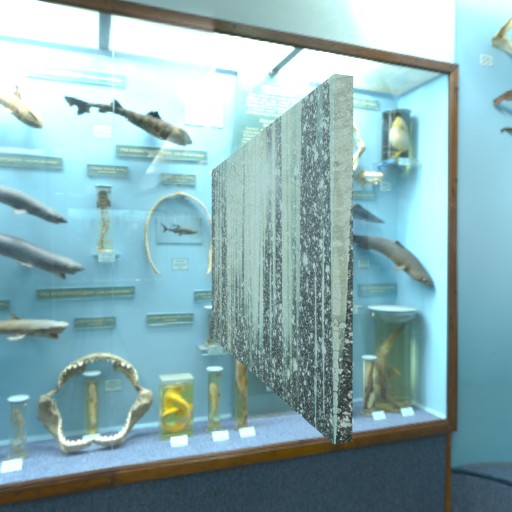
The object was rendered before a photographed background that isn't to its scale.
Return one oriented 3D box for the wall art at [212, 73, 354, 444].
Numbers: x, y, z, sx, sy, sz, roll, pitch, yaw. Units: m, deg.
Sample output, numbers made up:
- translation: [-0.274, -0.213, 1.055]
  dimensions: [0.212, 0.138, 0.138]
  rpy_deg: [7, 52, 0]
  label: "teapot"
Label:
- translation: [0.000, 0.000, 1.157]
  dimensions: [0.038, 0.598, 0.919]
  rpy_deg: [0, 1, -18]
  label: "wall art"
